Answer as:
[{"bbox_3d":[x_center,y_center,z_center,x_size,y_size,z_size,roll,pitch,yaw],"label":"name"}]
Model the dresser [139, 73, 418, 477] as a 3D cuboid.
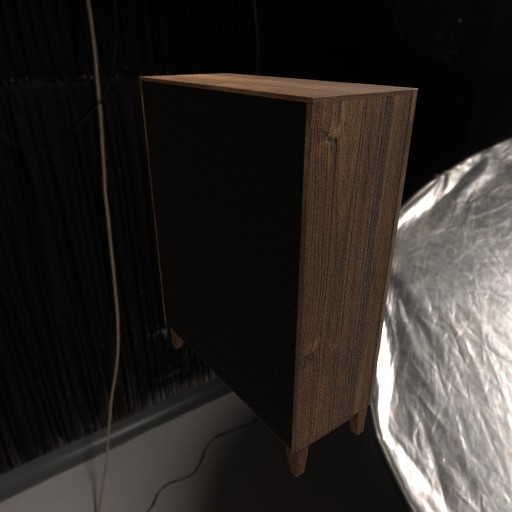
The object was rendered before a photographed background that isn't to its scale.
[{"bbox_3d":[0.000,0.000,1.897,0.442,1.393,1.062,-18,30,-33],"label":"dresser"}]
